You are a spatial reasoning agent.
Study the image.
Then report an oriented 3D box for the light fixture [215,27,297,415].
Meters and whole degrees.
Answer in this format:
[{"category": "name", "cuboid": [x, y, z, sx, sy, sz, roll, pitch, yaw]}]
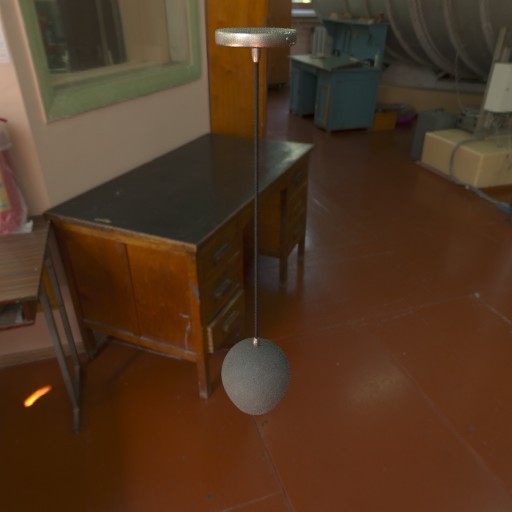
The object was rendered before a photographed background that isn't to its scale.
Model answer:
[{"category": "light fixture", "cuboid": [0.000, 0.000, 0.836, 0.153, 0.760, 0.153, 8, 31, 13]}]
